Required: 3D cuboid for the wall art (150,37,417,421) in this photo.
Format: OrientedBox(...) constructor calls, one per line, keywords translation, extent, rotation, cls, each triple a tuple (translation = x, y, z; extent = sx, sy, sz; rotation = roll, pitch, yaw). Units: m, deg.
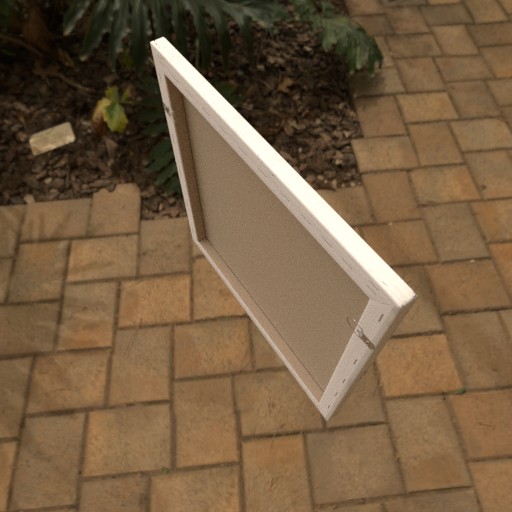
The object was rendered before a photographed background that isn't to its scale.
OrientedBox(translation=(0.000, 0.000, 1.111), extent=(0.038, 0.762, 0.762), rotation=(-30, 63, -17), cls="wall art")
